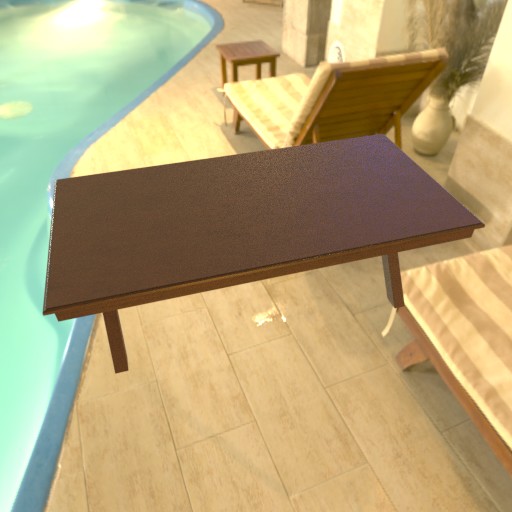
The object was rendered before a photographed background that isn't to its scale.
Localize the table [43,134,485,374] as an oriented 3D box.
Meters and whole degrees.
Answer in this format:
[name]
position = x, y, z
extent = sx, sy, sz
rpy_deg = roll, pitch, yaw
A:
[table]
position = 0.000, 0.000, 1.507
extent = 1.197, 0.459, 0.594
rpy_deg = -11, 42, -12
